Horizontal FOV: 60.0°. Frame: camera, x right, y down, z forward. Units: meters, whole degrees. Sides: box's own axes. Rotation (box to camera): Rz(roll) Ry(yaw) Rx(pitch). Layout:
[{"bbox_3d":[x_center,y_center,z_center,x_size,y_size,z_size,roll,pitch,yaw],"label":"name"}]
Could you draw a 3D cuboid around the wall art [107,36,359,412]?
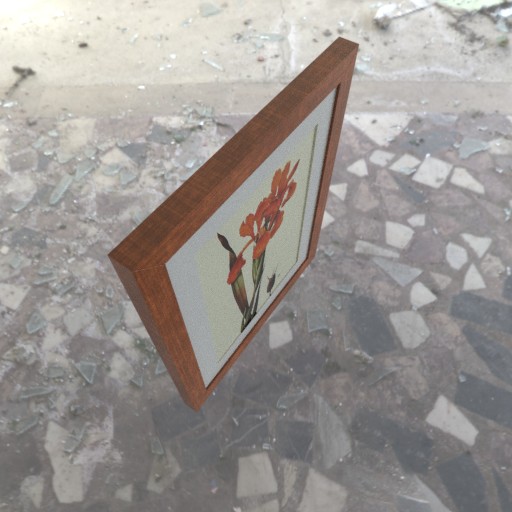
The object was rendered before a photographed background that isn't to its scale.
[{"bbox_3d":[0.000,0.000,0.779,0.033,0.567,0.467,31,62,18],"label":"wall art"}]
